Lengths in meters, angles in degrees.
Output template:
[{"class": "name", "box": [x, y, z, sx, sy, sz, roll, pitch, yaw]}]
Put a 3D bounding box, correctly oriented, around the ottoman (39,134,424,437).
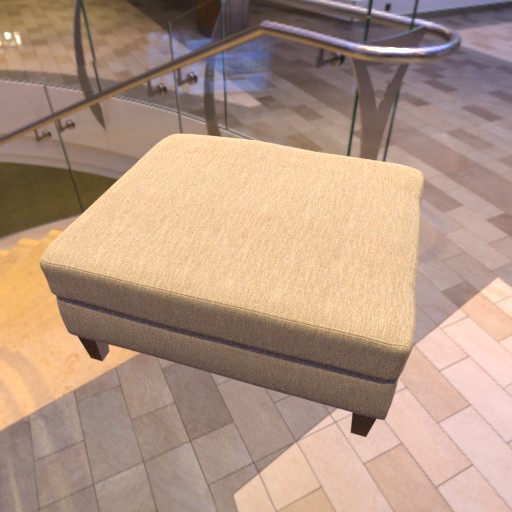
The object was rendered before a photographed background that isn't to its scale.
[{"class": "ottoman", "box": [0.000, 0.000, 1.472, 0.976, 0.492, 0.836, 12, 42, 13]}]
